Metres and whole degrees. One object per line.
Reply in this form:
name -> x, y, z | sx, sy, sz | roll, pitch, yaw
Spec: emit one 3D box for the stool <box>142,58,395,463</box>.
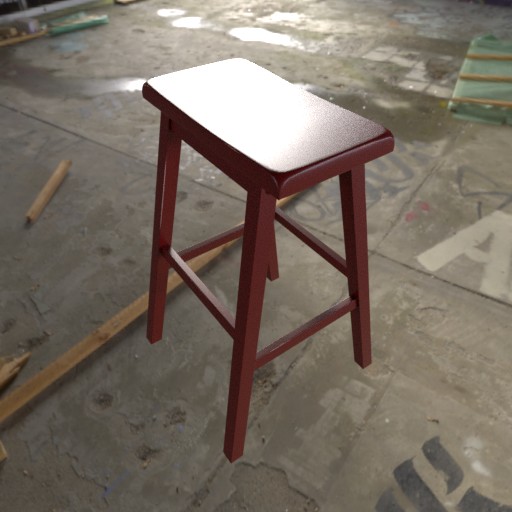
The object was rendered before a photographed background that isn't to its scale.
stool -> 0.000, 0.000, 1.039 | 0.476, 0.737, 0.457 | -26, 48, -26
